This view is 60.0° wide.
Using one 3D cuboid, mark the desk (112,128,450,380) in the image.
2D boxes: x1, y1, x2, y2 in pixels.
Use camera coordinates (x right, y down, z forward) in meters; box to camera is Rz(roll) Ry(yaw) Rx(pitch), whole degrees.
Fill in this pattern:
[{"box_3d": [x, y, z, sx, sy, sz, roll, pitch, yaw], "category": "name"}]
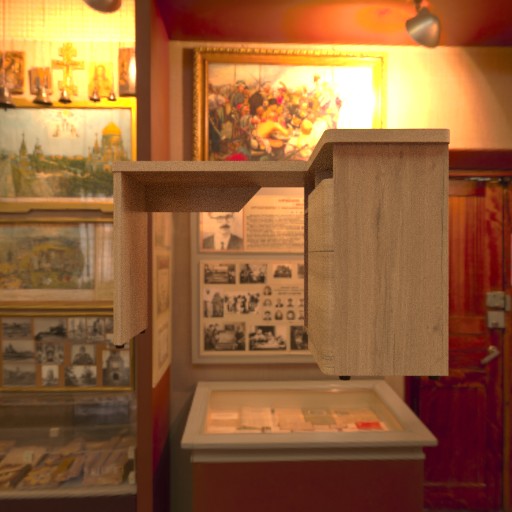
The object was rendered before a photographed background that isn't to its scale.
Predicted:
[{"box_3d": [0.000, 0.000, 1.765, 1.169, 0.760, 0.900, 0, 0, 0], "category": "desk"}]
